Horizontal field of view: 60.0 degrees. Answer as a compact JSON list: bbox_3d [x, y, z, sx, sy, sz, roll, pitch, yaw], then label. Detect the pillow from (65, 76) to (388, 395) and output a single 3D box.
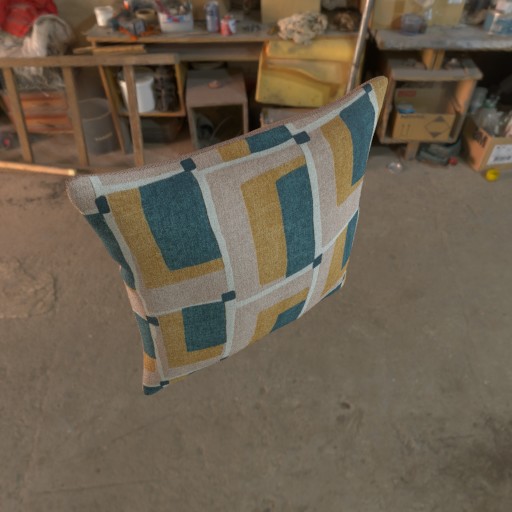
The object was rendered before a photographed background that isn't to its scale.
[{"bbox_3d":[0.000,0.000,0.726,0.478,0.479,0.158,-25,51,-22],"label":"pillow"}]
